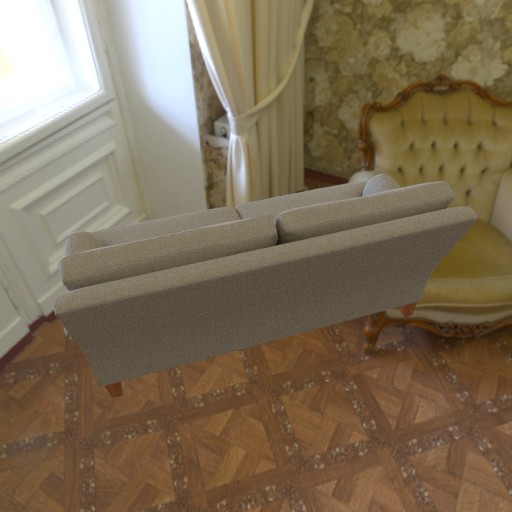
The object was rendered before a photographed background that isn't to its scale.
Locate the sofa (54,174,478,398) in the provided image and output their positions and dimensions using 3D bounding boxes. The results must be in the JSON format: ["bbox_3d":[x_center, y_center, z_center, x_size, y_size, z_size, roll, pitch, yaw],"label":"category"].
[{"bbox_3d":[0.000,0.000,2.731,2.160,1.054,1.087,-12,44,-13],"label":"sofa"}]
